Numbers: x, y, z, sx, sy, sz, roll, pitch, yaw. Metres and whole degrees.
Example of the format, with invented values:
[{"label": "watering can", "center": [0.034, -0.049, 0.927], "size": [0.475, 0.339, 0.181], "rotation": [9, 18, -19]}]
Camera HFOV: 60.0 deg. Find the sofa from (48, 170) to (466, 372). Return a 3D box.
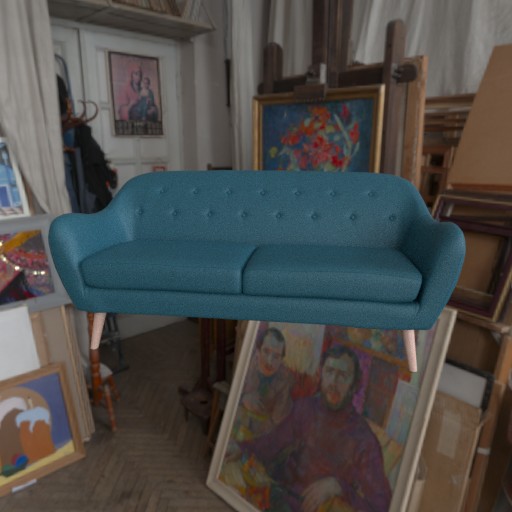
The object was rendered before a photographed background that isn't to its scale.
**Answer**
[{"label": "sofa", "center": [0.000, 0.000, 2.299], "size": [1.840, 0.836, 0.820], "rotation": [2, 14, 8]}]
